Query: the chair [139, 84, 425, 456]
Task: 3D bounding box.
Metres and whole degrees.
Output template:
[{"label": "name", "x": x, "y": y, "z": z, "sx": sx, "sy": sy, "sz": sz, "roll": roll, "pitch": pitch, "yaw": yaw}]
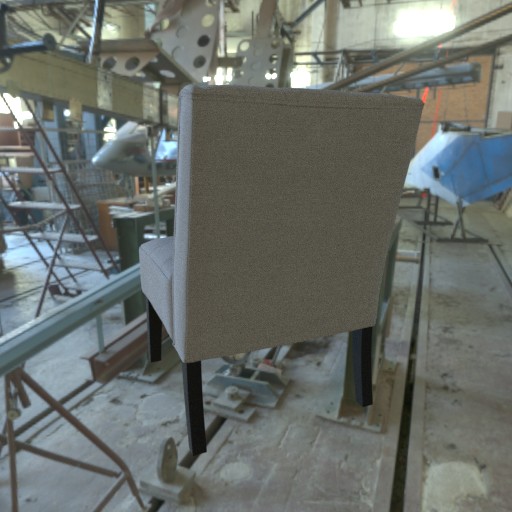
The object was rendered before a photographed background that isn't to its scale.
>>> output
[{"label": "chair", "x": 0.000, "y": 0.000, "z": 1.288, "sx": 0.569, "sy": 0.853, "sz": 0.676, "roll": -6, "pitch": 15, "yaw": -23}]
